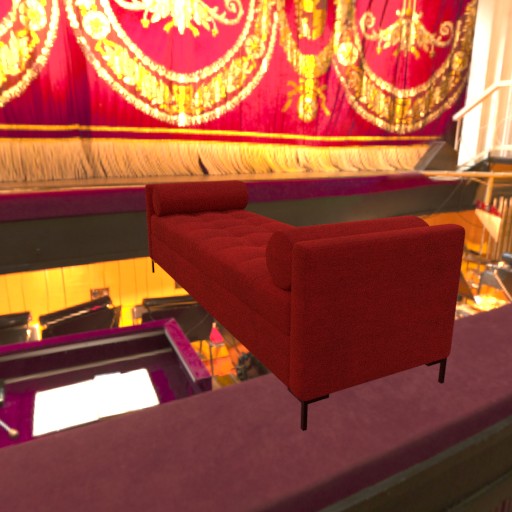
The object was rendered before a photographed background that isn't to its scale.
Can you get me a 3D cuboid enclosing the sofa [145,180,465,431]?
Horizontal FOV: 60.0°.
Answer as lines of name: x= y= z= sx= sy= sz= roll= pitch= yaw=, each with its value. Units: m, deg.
sofa: x=0.000 y=0.000 z=2.353 sx=0.686 sy=0.635 sz=1.981 roll=-8 pitch=17 yaw=-26
